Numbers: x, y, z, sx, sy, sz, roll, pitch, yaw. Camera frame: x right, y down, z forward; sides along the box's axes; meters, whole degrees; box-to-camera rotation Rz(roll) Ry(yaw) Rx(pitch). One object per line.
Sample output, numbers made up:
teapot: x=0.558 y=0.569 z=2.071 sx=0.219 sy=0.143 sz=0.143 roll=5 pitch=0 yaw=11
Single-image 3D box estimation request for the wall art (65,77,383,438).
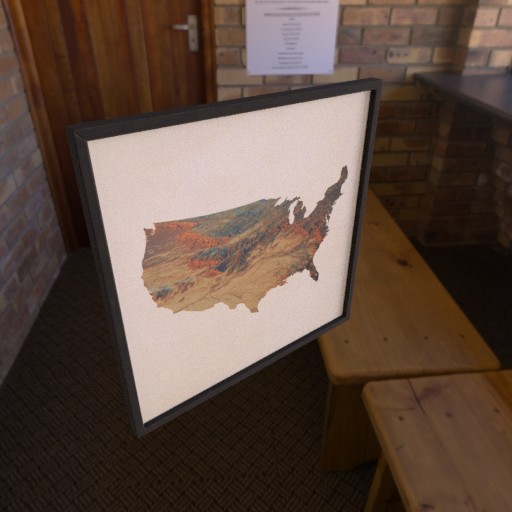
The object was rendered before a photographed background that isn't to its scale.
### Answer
wall art: x=0.000 y=0.000 z=0.442 sx=0.304 sy=0.303 sz=0.015 roll=-21 pitch=37 yaw=-31
